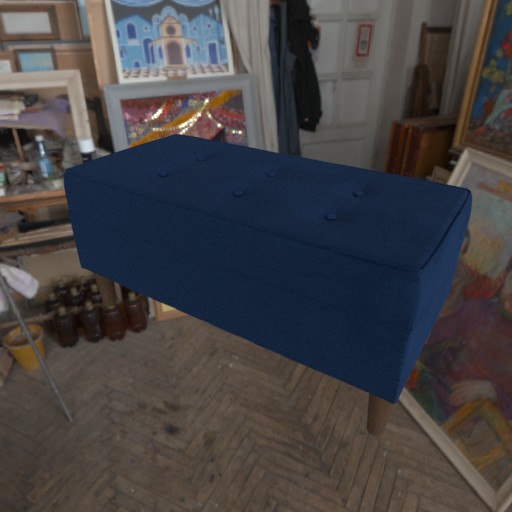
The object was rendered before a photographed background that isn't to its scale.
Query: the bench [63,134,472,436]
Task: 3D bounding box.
[{"bbox_3d":[0.000,0.000,1.274,1.010,0.467,0.489,18,35,28],"label":"bench"}]
